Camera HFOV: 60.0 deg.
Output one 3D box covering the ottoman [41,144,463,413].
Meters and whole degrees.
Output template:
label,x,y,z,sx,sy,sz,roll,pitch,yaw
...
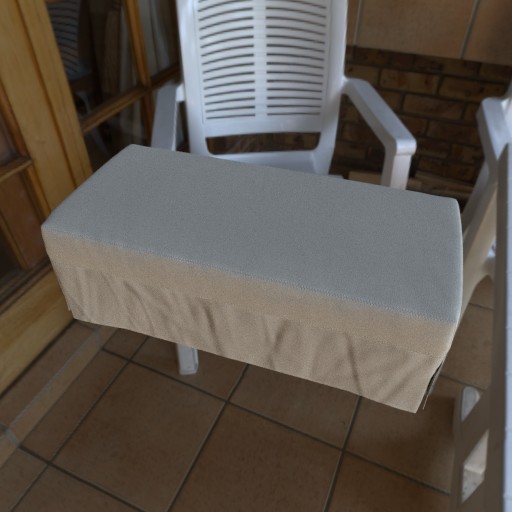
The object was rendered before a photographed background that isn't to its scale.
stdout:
label,x,y,z,sx,sy,sz,roll,pitch,yaw
ottoman,0.000,0.000,1.678,1.388,0.457,0.665,12,43,13
